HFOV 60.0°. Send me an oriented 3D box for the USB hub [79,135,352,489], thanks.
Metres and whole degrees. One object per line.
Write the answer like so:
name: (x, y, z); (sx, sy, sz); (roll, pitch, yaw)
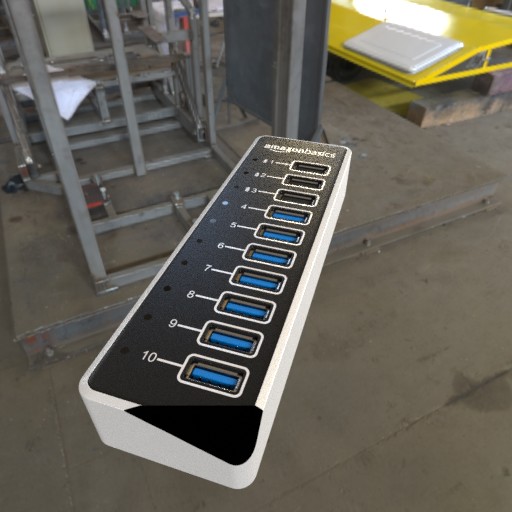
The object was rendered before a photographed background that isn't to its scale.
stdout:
USB hub: (0.000, 0.000, 0.157); (0.044, 0.023, 0.145); (12, 42, 14)
